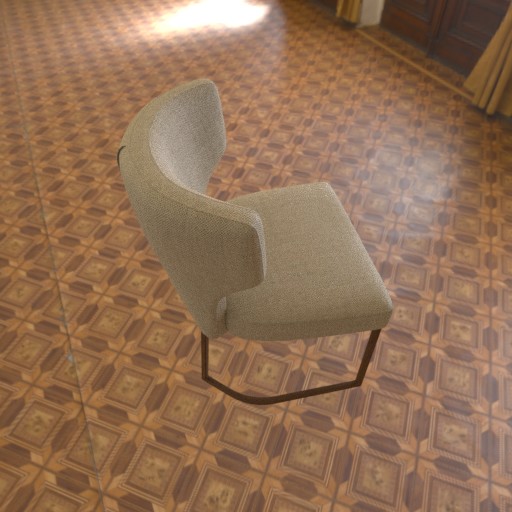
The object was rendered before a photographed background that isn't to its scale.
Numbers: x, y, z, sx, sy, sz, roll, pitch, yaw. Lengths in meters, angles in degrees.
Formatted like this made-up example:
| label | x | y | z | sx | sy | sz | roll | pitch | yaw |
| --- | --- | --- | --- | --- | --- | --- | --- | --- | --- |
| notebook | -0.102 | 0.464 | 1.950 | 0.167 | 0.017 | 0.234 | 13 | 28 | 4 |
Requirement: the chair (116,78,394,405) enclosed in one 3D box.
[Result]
| label | x | y | z | sx | sy | sz | roll | pitch | yaw |
| --- | --- | --- | --- | --- | --- | --- | --- | --- | --- |
| chair | 0.000 | 0.000 | 1.272 | 0.617 | 0.824 | 0.611 | -9 | 47 | -8 |
